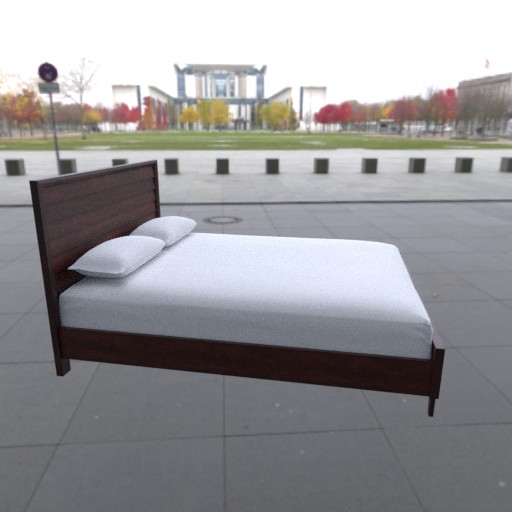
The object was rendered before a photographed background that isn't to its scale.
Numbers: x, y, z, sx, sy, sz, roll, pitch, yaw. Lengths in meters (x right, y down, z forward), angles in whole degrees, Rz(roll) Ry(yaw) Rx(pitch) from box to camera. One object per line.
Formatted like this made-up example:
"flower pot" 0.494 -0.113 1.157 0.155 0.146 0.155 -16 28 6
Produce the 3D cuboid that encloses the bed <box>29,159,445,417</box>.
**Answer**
"bed" 0.000 0.000 3.909 2.803 1.492 2.040 3 16 10
